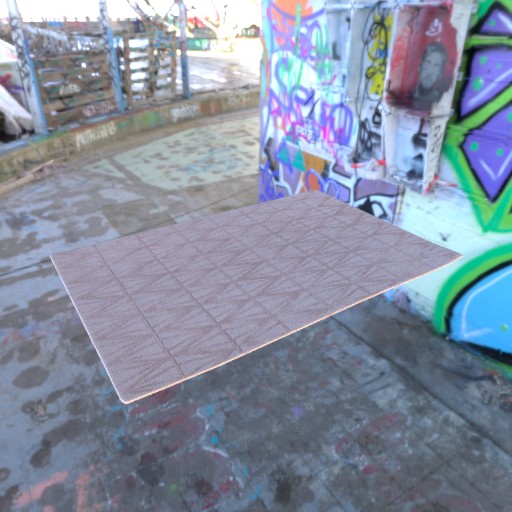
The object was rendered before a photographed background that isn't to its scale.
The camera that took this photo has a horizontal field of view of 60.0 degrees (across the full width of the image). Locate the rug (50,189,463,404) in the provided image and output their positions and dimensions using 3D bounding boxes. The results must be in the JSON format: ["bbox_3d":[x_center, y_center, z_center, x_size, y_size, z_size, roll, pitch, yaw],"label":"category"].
[{"bbox_3d":[0.000,0.000,2.351,1.837,0.025,1.230,-17,33,-28],"label":"rug"}]
